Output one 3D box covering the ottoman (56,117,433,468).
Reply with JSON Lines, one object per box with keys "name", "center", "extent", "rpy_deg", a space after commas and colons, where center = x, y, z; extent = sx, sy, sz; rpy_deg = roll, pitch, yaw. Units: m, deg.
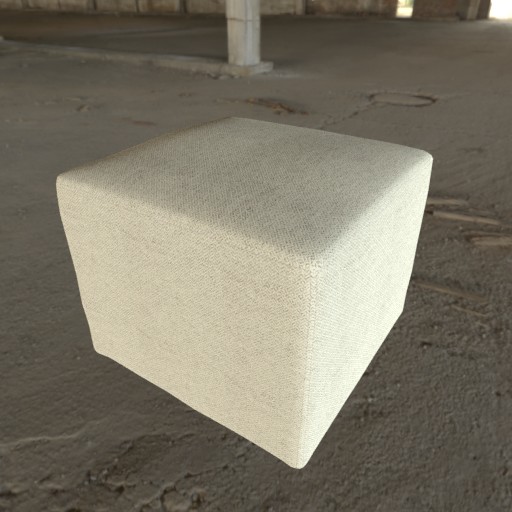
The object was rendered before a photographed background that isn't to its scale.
{"name": "ottoman", "center": [0.000, 0.000, 0.907], "extent": [0.521, 0.453, 0.512], "rpy_deg": [19, 36, 29]}
